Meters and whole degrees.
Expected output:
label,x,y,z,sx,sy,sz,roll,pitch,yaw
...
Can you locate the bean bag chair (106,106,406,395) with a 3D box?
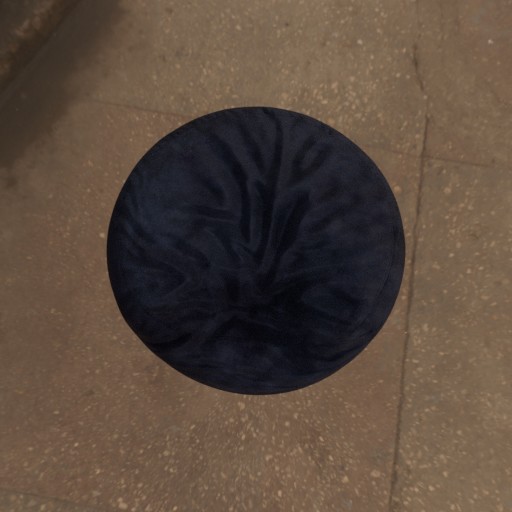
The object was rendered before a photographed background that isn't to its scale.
label,x,y,z,sx,sy,sz,roll,pitch,yaw
bean bag chair,0.000,0.000,1.518,0.918,0.616,0.918,0,76,0
